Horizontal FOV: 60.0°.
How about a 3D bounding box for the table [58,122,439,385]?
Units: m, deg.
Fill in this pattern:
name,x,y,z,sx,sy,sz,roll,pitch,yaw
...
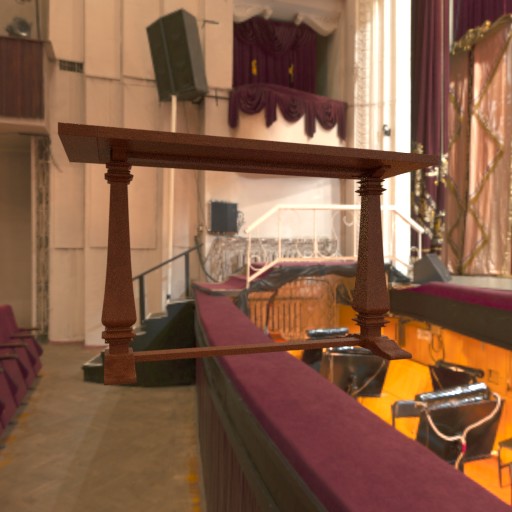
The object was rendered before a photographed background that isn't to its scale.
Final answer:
name,x,y,z,sx,sy,sz,roll,pitch,yaw
table,0.000,0.000,1.857,1.478,0.852,0.461,0,0,-18
